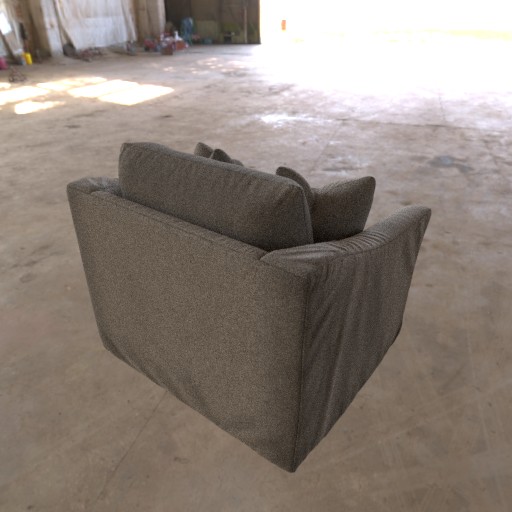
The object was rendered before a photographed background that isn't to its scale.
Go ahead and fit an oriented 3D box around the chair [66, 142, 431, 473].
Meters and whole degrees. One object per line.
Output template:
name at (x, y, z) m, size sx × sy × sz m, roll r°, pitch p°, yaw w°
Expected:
chair at (0.000, 0.000, 2.025) m, size 1.194 × 1.059 × 1.071 m, roll 21°, pitch 36°, yaw 32°
